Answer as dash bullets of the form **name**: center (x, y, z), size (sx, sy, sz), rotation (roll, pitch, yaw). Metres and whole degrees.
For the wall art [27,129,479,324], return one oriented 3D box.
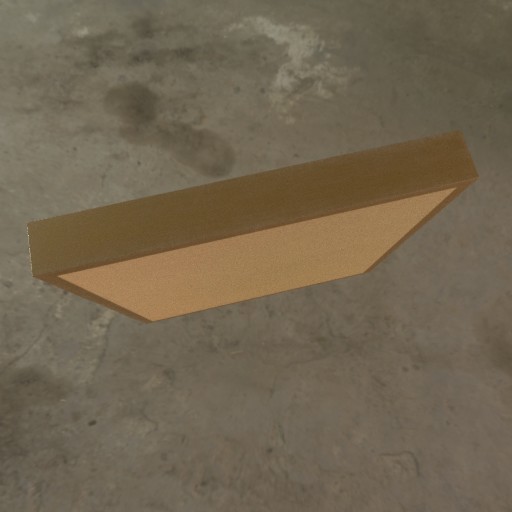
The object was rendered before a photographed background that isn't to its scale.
- **wall art**: center (0.000, 0.000, 0.447), size (0.306, 0.305, 0.038), rotation (-13, 76, -3)
